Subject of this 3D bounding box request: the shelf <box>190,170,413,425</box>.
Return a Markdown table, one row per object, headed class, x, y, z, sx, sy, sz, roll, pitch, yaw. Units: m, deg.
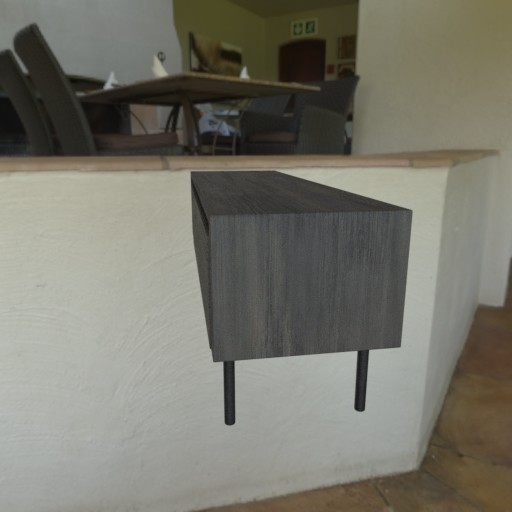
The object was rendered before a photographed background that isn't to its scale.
| class | x | y | z | sx | sy | sz | roll | pitch | yaw |
| --- | --- | --- | --- | --- | --- | --- | --- | --- | --- |
| shelf | 0.000 | 0.000 | 1.511 | 0.400 | 0.495 | 1.300 | -2 | 15 | -9 |
